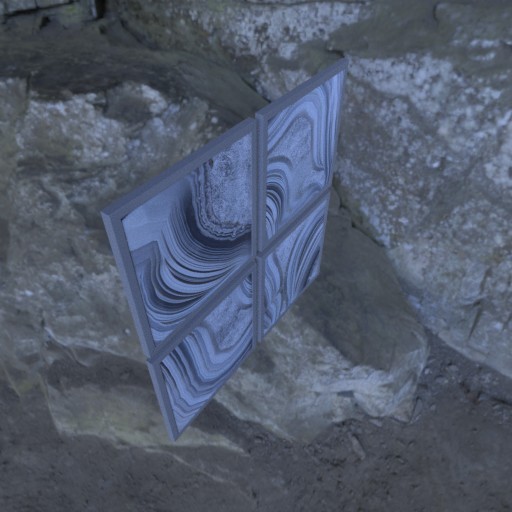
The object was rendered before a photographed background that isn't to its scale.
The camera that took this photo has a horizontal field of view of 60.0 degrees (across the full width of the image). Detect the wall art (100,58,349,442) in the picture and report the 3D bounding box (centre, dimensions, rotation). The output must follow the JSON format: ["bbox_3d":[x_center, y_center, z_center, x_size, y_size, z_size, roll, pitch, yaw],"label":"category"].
[{"bbox_3d":[0.000,0.000,1.670,0.029,1.118,1.118,26,50,25],"label":"wall art"}]
